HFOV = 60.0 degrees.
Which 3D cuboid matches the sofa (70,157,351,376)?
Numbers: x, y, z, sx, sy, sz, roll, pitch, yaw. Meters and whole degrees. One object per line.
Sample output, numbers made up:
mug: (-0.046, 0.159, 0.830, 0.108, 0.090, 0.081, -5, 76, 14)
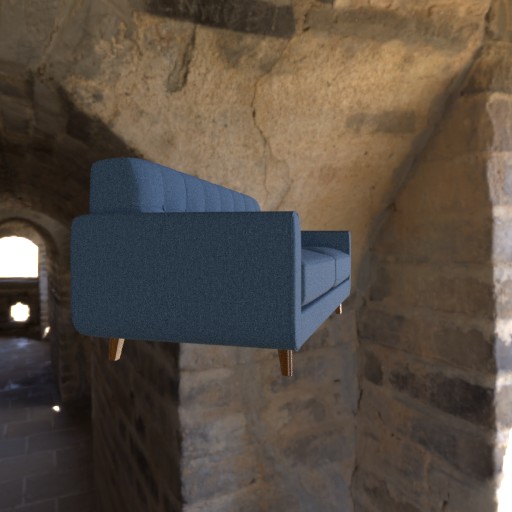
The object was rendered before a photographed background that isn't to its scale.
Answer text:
sofa: (0.000, 0.000, 2.615, 0.942, 0.884, 2.055, 0, 1, 17)
